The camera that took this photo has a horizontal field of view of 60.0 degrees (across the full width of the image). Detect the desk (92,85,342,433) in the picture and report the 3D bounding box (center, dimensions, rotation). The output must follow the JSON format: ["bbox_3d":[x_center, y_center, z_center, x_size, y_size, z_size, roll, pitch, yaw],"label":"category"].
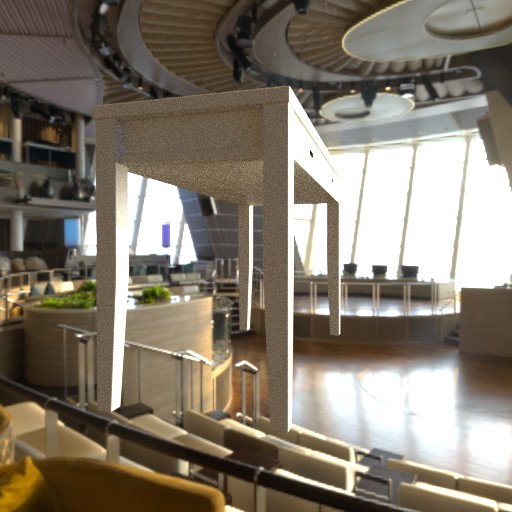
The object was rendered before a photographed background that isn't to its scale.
[{"bbox_3d":[0.000,0.000,1.635,0.508,0.775,1.220,0,1,16],"label":"desk"}]
